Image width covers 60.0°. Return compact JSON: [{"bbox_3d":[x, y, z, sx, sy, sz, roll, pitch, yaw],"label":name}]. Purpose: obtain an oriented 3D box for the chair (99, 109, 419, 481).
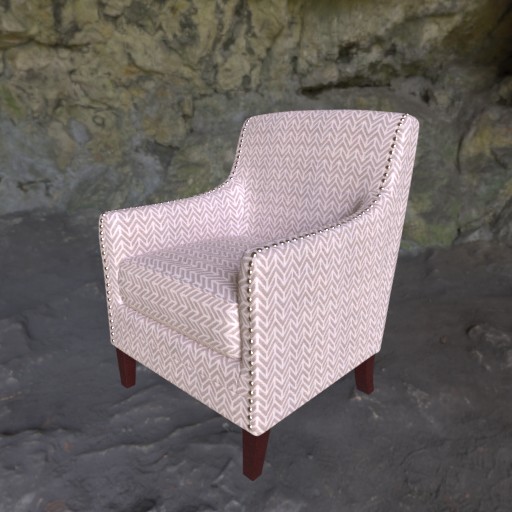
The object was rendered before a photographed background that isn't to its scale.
[{"bbox_3d":[0.000,0.000,1.285,0.623,0.816,0.651,15,22,41],"label":"chair"}]
